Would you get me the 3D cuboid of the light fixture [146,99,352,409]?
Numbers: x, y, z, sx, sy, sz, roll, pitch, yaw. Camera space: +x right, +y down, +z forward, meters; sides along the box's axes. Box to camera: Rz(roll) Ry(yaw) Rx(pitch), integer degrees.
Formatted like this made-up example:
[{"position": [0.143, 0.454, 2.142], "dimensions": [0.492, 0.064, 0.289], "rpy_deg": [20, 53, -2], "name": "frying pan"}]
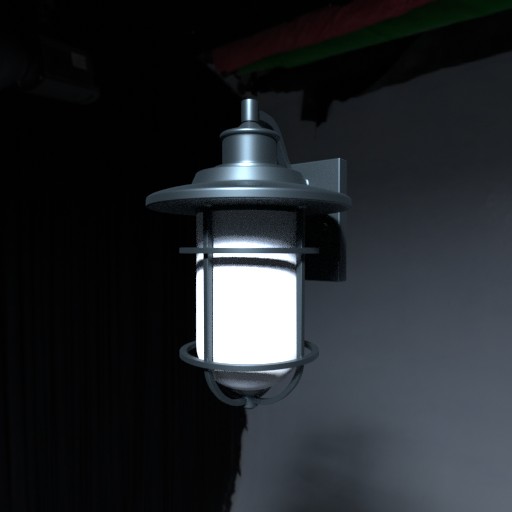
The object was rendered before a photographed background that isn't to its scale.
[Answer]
[{"position": [0.000, 0.000, 0.507], "dimensions": [0.222, 0.345, 0.252], "rpy_deg": [1, 1, 37], "name": "light fixture"}]
